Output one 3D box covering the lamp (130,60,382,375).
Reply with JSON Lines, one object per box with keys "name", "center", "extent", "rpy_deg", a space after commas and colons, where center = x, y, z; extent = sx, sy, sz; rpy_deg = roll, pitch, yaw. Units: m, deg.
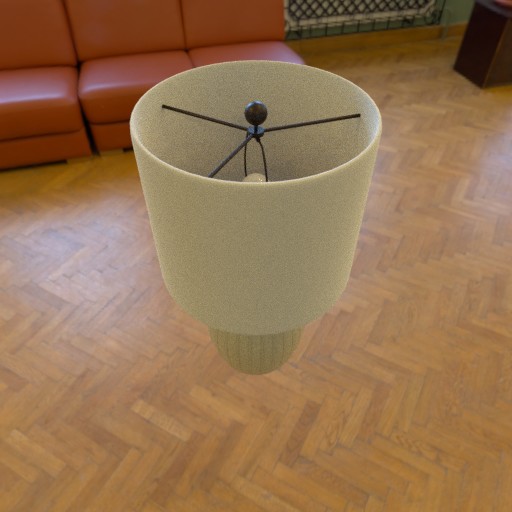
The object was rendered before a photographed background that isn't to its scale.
{"name": "lamp", "center": [0.000, 0.000, 0.780], "extent": [0.329, 0.570, 0.329], "rpy_deg": [-12, 47, -12]}
